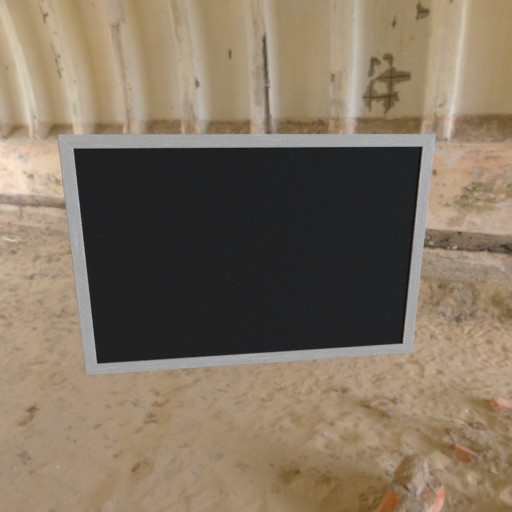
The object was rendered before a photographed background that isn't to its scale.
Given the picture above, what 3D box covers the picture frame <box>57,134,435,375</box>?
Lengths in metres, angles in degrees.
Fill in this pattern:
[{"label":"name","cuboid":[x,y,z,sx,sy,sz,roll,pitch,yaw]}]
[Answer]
[{"label":"picture frame","cuboid":[0.000,0.000,1.209,0.950,0.640,0.029,-2,16,-7]}]
